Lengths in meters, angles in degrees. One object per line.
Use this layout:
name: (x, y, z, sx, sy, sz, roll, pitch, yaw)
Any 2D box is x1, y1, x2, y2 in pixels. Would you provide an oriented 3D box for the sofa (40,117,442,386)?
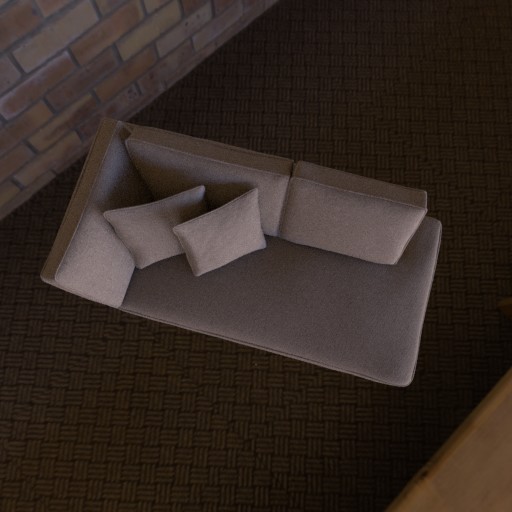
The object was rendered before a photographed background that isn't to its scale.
sofa: (0.000, 0.000, 2.812, 2.237, 1.033, 1.110, 14, 77, 4)
